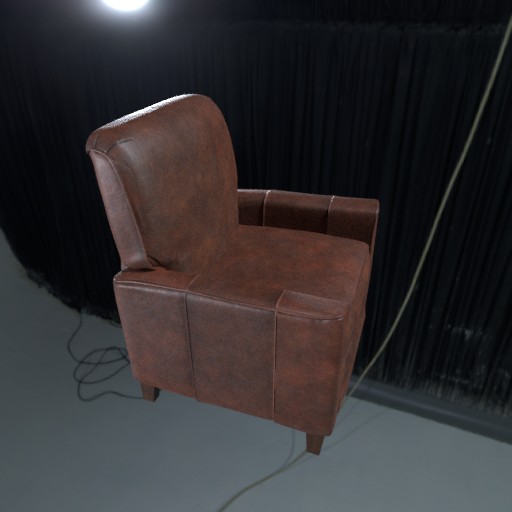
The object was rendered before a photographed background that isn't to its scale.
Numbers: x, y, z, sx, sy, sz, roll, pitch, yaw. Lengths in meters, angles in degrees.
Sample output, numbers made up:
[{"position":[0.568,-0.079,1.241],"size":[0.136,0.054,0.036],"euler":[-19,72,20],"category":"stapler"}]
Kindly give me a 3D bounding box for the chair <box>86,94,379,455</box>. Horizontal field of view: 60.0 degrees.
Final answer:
[{"position":[0.000,0.000,1.671],"size":[0.836,1.043,0.843],"euler":[11,33,17],"category":"chair"}]
